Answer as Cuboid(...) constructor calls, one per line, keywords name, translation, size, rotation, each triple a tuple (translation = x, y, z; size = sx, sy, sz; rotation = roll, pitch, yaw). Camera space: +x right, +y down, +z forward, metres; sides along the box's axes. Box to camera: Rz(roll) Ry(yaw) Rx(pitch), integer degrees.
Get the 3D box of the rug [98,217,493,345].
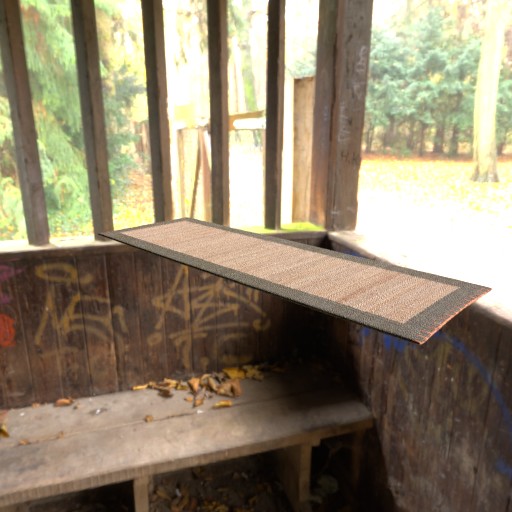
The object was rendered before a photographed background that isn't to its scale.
Cuboid(name="rug", translation=(0.000, 0.000, 2.672), size=(2.413, 0.016, 0.810), rotation=(16, 23, 42))
